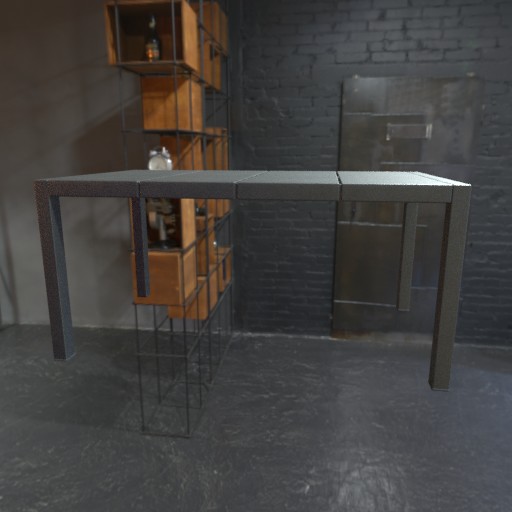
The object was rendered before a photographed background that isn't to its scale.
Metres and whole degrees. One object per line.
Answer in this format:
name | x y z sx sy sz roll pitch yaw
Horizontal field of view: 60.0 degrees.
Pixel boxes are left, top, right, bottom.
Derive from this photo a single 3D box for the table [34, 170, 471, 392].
table | 0.000 0.000 1.281 0.965 0.460 0.559 2 14 9
